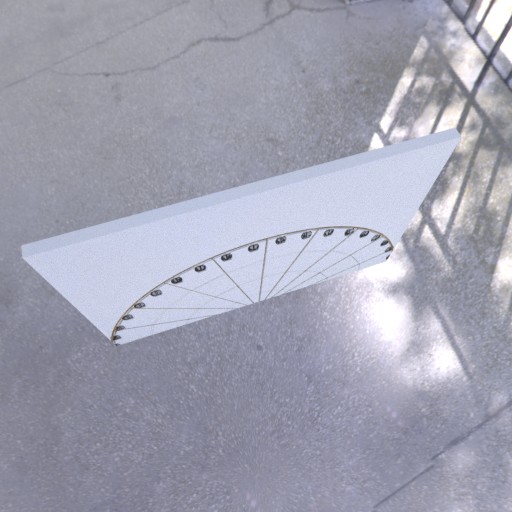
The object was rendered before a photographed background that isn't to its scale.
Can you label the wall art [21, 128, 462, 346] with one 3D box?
[{"bbox_3d":[0.000,0.000,1.450,1.144,0.767,0.038,-16,65,-8],"label":"wall art"}]
